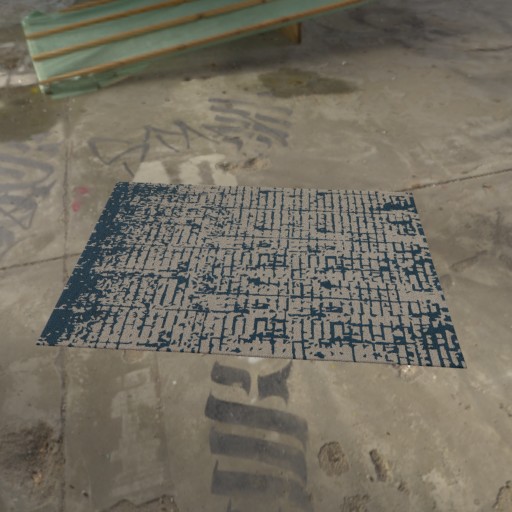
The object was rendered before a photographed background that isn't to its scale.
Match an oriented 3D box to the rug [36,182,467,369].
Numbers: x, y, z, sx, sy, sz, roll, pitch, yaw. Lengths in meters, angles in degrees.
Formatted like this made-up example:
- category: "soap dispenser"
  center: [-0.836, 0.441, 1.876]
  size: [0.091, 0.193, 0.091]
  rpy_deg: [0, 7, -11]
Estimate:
- category: "rug"
  center: [0.000, 0.000, 2.307]
  size: [1.828, 0.007, 1.220]
  rpy_deg: [3, 44, 3]
